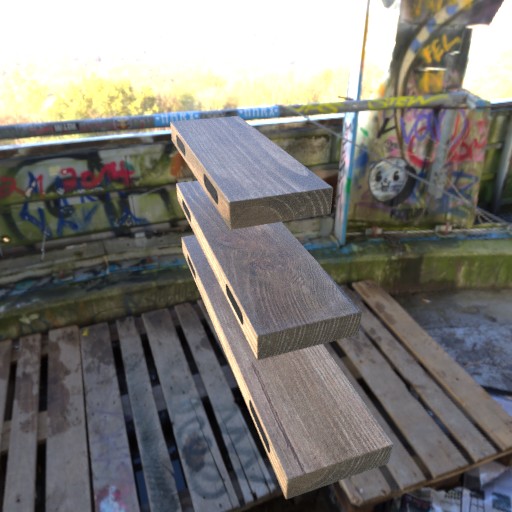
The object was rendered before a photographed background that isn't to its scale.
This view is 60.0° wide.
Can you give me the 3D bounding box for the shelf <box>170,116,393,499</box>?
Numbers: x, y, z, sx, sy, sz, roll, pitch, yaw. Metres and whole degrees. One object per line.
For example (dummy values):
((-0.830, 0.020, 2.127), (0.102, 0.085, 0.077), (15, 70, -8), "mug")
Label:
((0.000, 0.000, 0.709), (0.140, 0.293, 0.610), (-10, 32, -17), "shelf")
